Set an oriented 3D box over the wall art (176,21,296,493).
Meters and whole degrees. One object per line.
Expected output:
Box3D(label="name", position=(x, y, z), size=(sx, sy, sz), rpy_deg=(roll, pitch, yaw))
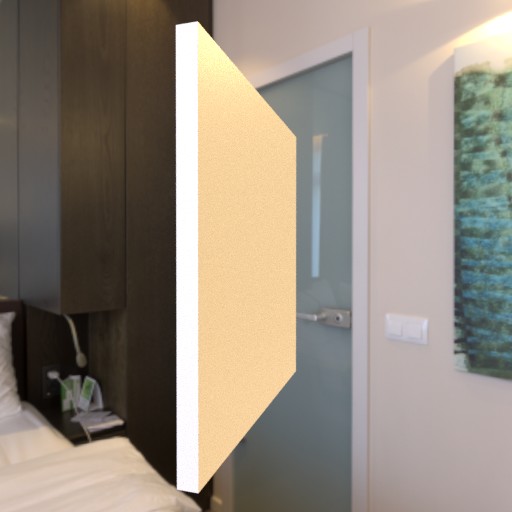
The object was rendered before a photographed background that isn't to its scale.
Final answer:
Box3D(label="wall art", position=(0.000, 0.000, 0.796), size=(0.028, 0.559, 0.559), rpy_deg=(0, 1, 17))
